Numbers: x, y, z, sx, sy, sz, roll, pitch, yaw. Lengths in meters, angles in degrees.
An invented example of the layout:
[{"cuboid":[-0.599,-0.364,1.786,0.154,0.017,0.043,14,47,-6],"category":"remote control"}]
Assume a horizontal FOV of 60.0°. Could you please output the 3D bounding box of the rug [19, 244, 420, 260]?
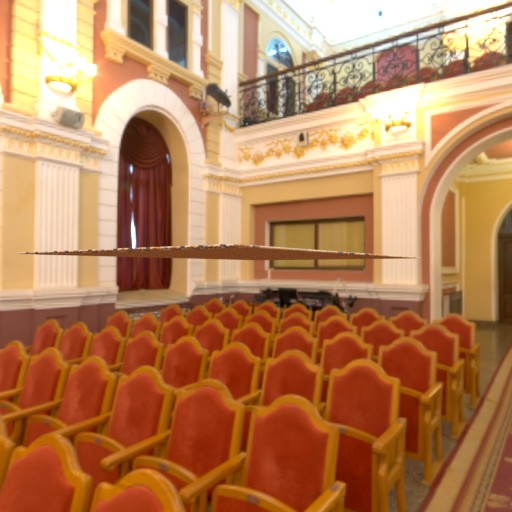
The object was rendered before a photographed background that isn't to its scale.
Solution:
[{"cuboid":[0.000,0.000,3.012,1.533,0.010,2.428,-1,-2,35],"category":"rug"}]
